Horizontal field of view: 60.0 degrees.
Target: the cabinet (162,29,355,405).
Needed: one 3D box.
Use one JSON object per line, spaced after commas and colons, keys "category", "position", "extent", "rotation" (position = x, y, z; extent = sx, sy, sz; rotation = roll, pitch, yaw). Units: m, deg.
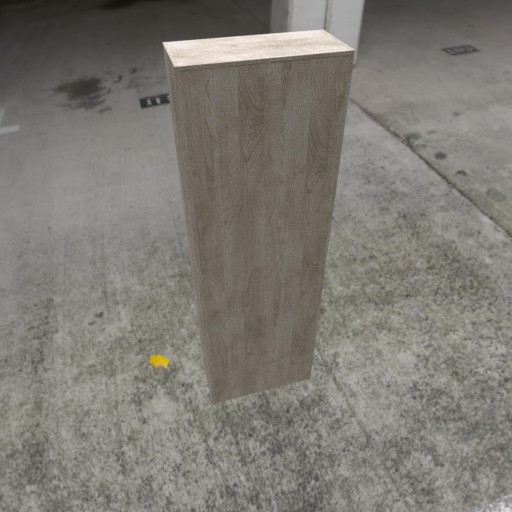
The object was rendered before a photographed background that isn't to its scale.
{"category": "cabinet", "position": [0.000, 0.000, 1.833], "extent": [0.520, 1.630, 0.250], "rotation": [-11, 42, -12]}
